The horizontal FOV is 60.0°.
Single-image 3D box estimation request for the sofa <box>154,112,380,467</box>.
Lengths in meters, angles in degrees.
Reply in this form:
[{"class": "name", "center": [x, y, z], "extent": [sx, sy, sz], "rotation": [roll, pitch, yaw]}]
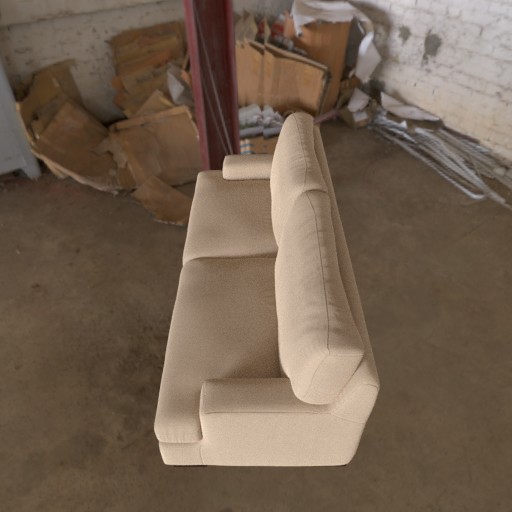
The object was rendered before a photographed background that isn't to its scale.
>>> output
[{"class": "sofa", "center": [0.000, 0.000, 2.636], "extent": [0.929, 0.925, 2.147], "rotation": [0, 42, 0]}]
